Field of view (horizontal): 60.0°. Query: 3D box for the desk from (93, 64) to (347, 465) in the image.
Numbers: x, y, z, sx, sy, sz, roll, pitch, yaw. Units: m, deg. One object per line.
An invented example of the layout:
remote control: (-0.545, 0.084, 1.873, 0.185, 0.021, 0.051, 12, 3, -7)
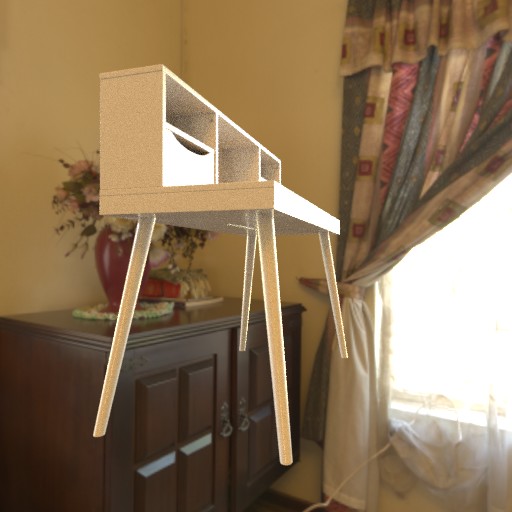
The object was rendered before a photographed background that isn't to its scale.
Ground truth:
desk: (0.000, 0.000, 1.696, 0.559, 0.990, 1.199, 0, 0, 18)
